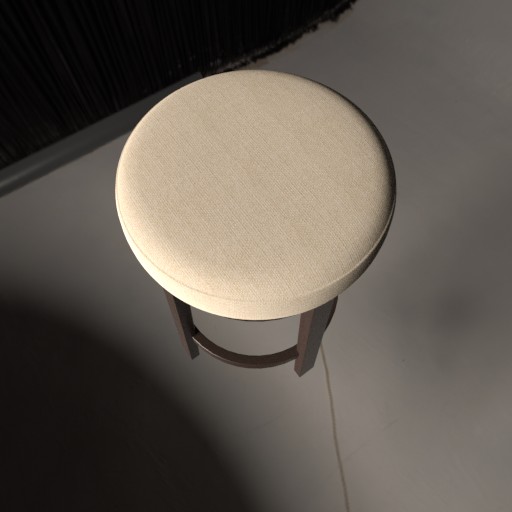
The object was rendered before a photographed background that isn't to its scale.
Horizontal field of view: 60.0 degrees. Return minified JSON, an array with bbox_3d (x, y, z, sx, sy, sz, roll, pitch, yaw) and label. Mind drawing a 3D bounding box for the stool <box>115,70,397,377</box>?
[{"bbox_3d":[0.000,0.000,0.937,0.449,0.655,0.449,0,65,0],"label":"stool"}]
